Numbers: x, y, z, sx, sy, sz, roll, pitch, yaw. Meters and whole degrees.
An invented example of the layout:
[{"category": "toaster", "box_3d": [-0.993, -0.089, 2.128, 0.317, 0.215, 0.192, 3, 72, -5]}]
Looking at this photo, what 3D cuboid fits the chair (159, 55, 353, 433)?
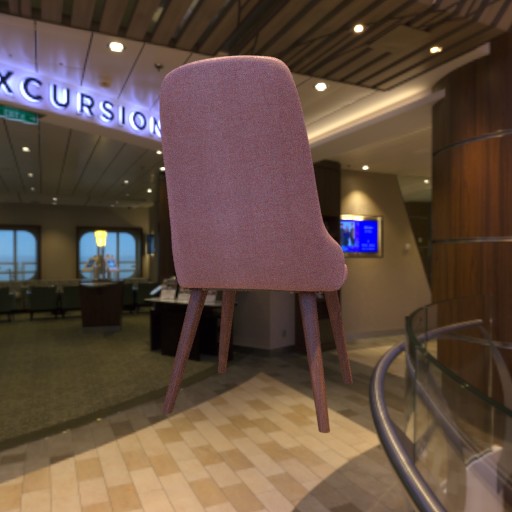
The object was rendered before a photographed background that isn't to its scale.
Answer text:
[{"category": "chair", "box_3d": [0.000, 0.000, 1.357, 0.535, 0.918, 0.707, 0, 0, 18]}]
